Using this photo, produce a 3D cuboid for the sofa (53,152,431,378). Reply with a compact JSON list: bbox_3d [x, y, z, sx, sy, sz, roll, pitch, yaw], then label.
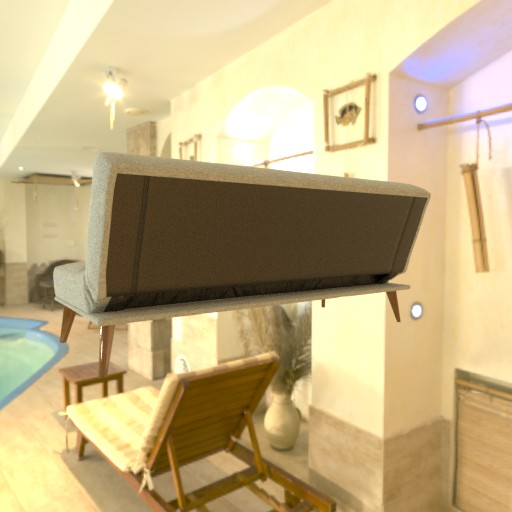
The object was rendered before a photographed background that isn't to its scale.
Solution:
[{"bbox_3d":[0.000,0.000,2.293,1.800,0.810,0.860,-2,4,-36],"label":"sofa"}]
